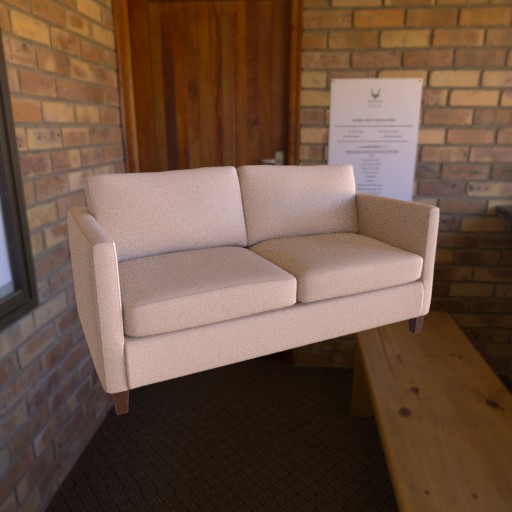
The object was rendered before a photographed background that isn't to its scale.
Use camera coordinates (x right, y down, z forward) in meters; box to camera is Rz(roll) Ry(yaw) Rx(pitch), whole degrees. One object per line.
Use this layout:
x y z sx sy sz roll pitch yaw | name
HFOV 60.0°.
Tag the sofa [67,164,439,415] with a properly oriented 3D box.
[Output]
0.000 0.000 2.301 1.722 0.888 0.873 -8 18 -26 | sofa
